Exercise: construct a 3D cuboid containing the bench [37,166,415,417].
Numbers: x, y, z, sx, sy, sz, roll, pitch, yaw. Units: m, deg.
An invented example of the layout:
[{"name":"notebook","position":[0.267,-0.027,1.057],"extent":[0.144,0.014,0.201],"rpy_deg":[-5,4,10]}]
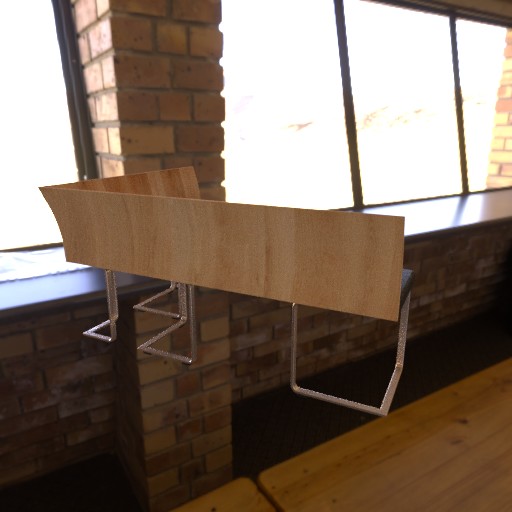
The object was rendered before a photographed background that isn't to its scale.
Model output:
[{"name":"bench","position":[0.000,0.000,2.792],"extent":[1.945,0.930,1.495],"rpy_deg":[8,18,25]}]
